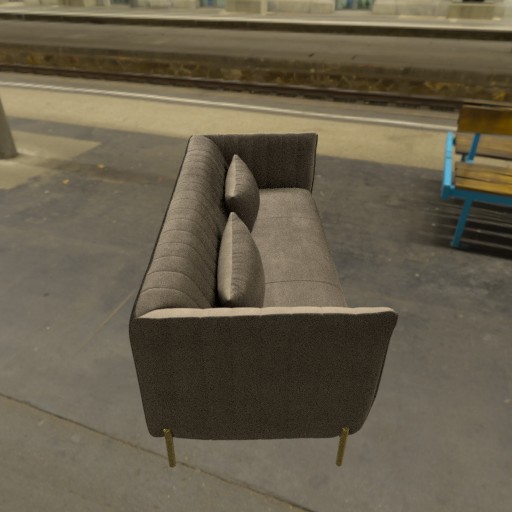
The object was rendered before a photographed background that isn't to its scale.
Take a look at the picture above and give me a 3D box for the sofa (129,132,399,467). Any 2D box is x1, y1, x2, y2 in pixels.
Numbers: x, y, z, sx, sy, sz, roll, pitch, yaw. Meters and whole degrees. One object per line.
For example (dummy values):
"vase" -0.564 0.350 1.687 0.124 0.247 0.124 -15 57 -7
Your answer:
"sofa" 0.000 0.000 2.393 0.876 0.780 1.980 -1 33 -1
